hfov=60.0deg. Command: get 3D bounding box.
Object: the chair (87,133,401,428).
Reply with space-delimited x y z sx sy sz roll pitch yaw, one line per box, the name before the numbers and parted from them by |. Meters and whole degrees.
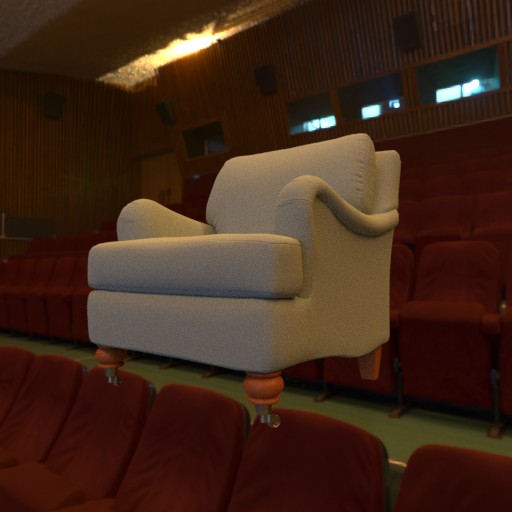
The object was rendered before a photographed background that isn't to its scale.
chair | 0.000 0.000 1.868 0.955 1.038 1.070 -1 -2 37
